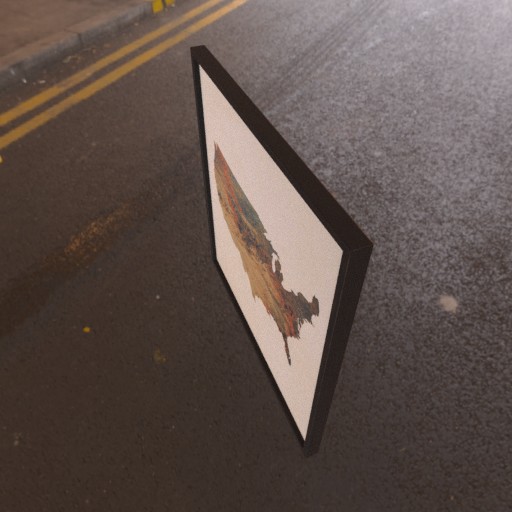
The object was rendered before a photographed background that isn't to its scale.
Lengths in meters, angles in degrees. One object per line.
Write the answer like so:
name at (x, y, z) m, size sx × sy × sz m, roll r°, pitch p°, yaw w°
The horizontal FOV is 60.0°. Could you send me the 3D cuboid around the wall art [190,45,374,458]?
wall art at (0.000, 0.000, 1.122) m, size 0.038 × 0.762 × 0.762 m, roll -16°, pitch 48°, yaw -15°
